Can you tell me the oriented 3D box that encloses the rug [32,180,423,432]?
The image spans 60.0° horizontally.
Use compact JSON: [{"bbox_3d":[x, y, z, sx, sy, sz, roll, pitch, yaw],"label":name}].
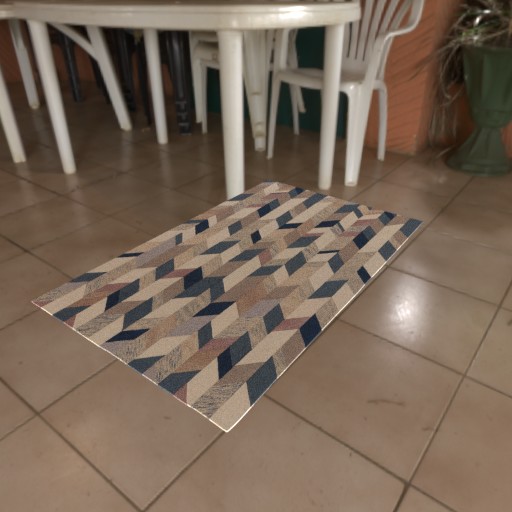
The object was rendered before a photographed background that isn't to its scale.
[{"bbox_3d":[0.000,0.000,3.066,1.513,0.008,2.423,21,37,31],"label":"rug"}]
